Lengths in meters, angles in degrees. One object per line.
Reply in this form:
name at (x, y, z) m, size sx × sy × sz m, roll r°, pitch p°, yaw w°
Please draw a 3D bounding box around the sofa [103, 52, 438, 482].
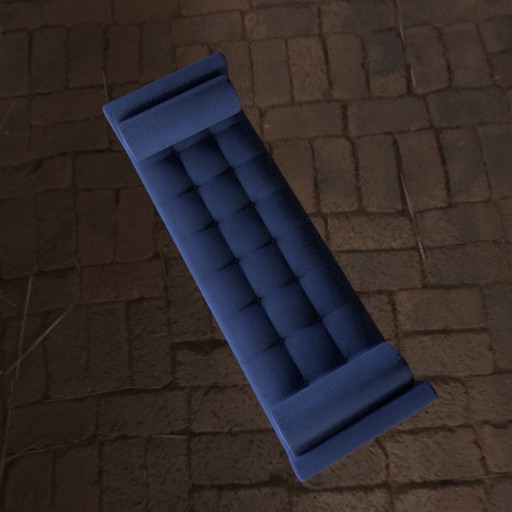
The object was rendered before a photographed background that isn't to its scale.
sofa at (0.000, 0.000, 2.335) m, size 0.686 × 0.635 × 1.981 m, roll -28°, pitch 77°, yaw -7°
